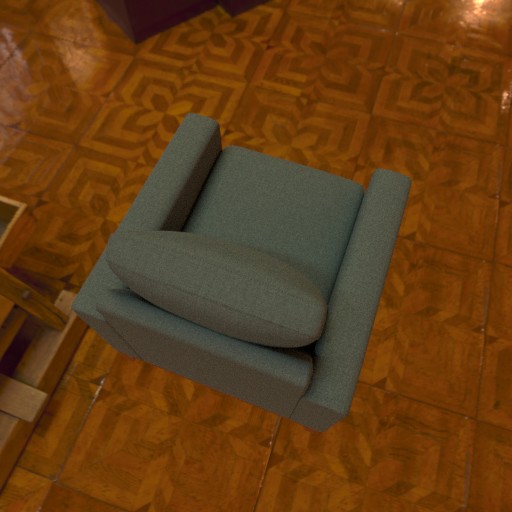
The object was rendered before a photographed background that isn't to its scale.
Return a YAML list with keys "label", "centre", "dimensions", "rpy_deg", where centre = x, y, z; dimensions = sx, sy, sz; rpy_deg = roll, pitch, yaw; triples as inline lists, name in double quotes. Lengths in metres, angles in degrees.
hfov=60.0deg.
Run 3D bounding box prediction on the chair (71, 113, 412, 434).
- label: "chair"
  centre: [0.000, 0.000, 1.868]
  dimensions: [1.024, 1.010, 1.038]
  rpy_deg: [19, 65, 9]
